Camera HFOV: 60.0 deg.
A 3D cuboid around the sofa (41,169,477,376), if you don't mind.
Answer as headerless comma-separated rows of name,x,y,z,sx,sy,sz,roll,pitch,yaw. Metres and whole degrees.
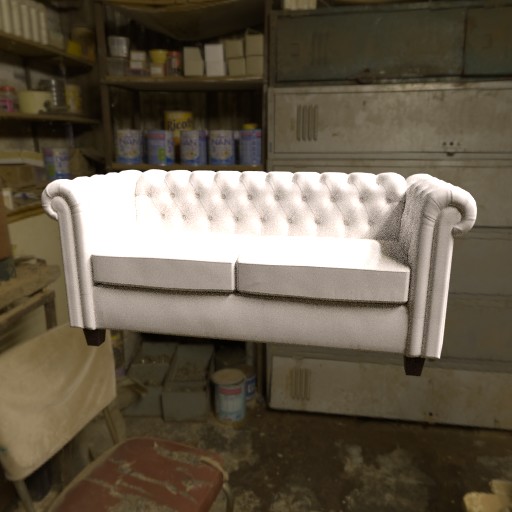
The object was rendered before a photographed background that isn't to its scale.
sofa,0.000,0.000,2.206,1.798,0.796,0.771,3,15,11
